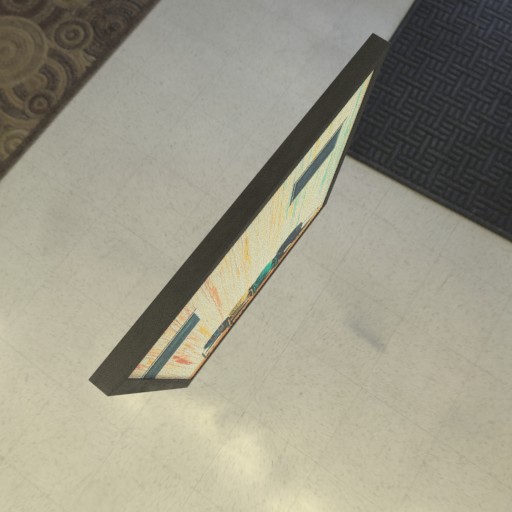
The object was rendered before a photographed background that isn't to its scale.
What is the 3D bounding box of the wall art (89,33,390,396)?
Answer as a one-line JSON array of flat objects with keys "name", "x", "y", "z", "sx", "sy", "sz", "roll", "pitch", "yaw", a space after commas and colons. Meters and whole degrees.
[{"name": "wall art", "x": 0.000, "y": 0.000, "z": 1.090, "sx": 0.039, "sy": 0.763, "sz": 0.763, "roll": 36, "pitch": 77, "yaw": 9}]
